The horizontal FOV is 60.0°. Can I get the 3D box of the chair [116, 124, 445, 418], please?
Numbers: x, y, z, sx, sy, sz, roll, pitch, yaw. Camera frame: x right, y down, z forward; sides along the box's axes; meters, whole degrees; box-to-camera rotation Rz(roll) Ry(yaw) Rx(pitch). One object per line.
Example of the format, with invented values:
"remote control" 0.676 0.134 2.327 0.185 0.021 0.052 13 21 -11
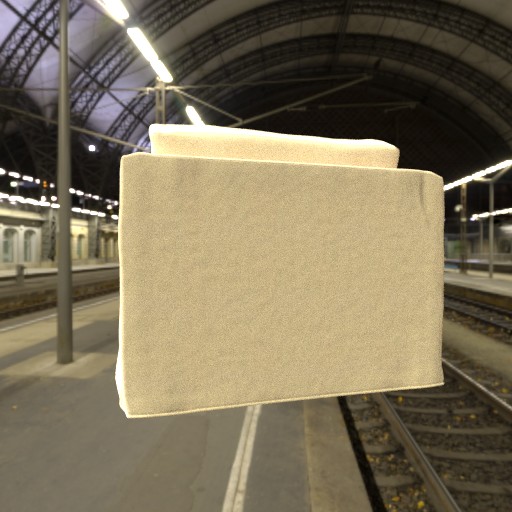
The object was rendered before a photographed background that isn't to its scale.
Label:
"chair" 0.000 0.000 1.747 1.057 0.851 0.947 0 1 -17
